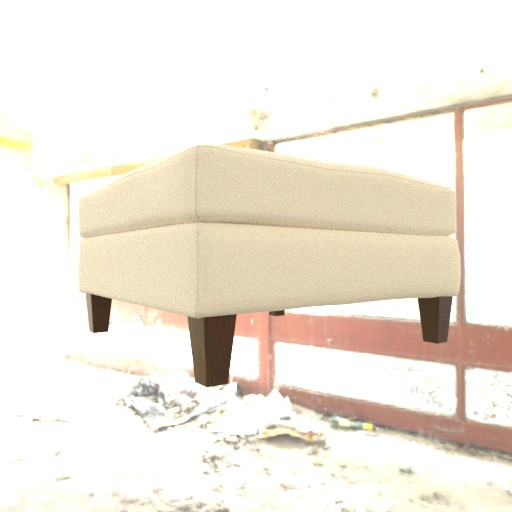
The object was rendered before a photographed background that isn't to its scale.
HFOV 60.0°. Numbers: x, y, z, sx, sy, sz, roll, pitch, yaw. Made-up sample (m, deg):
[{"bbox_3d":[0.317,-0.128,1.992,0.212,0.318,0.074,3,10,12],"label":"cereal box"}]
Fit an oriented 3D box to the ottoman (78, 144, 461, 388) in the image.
[{"bbox_3d":[0.000,0.000,1.322,0.838,0.479,0.838,0,-1,-35],"label":"ottoman"}]
